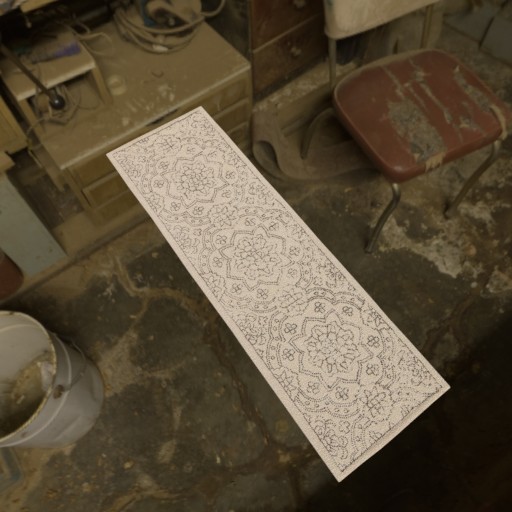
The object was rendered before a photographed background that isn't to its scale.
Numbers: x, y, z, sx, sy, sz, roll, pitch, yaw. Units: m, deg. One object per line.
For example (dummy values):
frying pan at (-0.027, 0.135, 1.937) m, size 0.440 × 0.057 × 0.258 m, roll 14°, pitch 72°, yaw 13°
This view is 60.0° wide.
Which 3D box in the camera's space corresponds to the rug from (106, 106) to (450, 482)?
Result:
rug at (0.000, 0.000, 2.666) m, size 0.769 × 0.012 × 2.448 m, roll -33°, pitch 68°, yaw -15°
